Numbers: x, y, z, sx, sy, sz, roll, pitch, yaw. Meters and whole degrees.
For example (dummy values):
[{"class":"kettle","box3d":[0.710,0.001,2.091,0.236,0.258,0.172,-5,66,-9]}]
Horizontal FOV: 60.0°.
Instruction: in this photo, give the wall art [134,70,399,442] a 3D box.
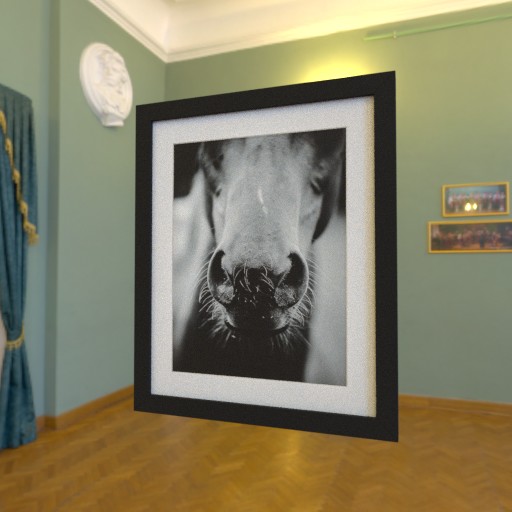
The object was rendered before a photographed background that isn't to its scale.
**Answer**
[{"class":"wall art","box3d":[0.000,0.000,0.753,0.457,0.559,0.033,0,-2,19]}]
